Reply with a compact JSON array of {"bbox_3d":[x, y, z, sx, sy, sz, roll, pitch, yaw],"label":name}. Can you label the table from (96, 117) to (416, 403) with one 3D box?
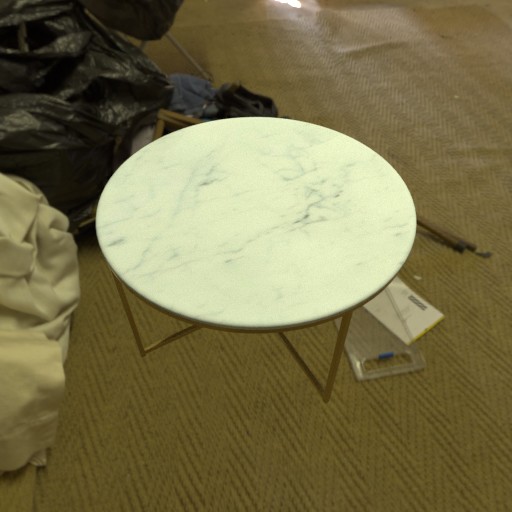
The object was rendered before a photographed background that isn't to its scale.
[{"bbox_3d":[0.000,0.000,1.298,0.800,0.450,0.800,0,47,0],"label":"table"}]
